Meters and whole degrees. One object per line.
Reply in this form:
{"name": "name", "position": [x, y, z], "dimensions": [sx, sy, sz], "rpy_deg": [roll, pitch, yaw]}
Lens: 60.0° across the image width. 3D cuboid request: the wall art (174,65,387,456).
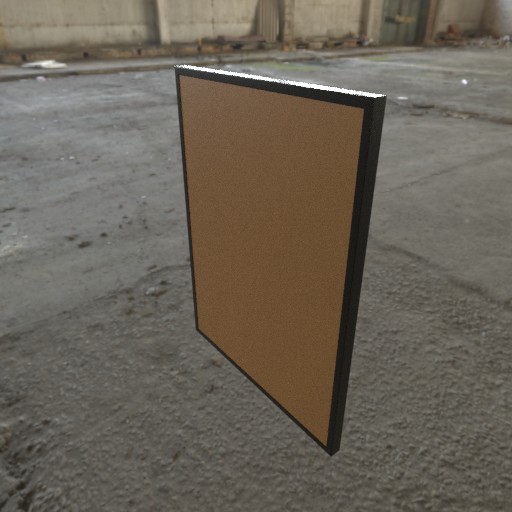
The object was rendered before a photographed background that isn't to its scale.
{"name": "wall art", "position": [0.000, 0.000, 1.411], "dimensions": [0.039, 1.061, 0.804], "rpy_deg": [-20, 34, -33]}
